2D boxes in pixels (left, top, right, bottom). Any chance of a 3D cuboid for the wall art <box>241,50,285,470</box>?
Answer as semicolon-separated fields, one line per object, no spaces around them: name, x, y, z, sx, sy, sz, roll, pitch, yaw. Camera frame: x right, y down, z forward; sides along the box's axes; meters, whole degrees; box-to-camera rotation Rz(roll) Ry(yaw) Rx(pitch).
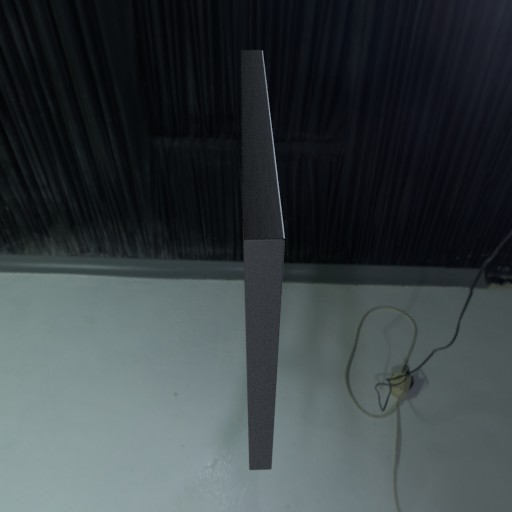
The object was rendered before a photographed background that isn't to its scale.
wall art;0.000;0.000;0.757;0.037;0.508;0.508;-1;43;-1
